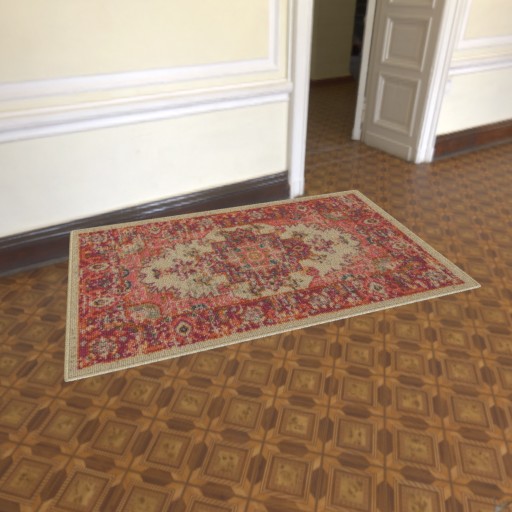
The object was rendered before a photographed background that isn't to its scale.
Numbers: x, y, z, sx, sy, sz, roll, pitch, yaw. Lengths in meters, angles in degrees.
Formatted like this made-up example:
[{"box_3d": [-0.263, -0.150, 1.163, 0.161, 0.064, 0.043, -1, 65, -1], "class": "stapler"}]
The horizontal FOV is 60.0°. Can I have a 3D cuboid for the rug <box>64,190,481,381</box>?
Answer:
[{"box_3d": [0.000, 0.000, 1.085, 0.868, 0.004, 0.556, -10, 33, -16], "class": "rug"}]
